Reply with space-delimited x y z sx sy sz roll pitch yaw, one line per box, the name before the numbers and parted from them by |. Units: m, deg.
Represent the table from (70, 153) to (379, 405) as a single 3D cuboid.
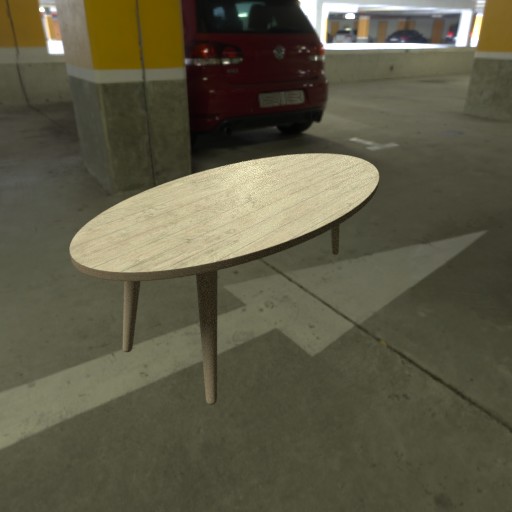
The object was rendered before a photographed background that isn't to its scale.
table | 0.000 0.000 1.314 0.542 0.390 1.083 19 32 33
